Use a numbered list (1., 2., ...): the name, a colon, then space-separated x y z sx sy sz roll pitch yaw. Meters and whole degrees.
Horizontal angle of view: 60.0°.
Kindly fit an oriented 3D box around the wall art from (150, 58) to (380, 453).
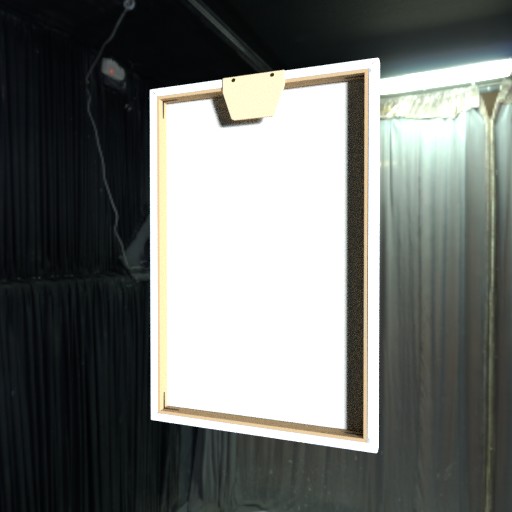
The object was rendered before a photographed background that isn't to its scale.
1. wall art: 0.000 0.000 1.125 0.602 0.902 0.048 0 1 20
